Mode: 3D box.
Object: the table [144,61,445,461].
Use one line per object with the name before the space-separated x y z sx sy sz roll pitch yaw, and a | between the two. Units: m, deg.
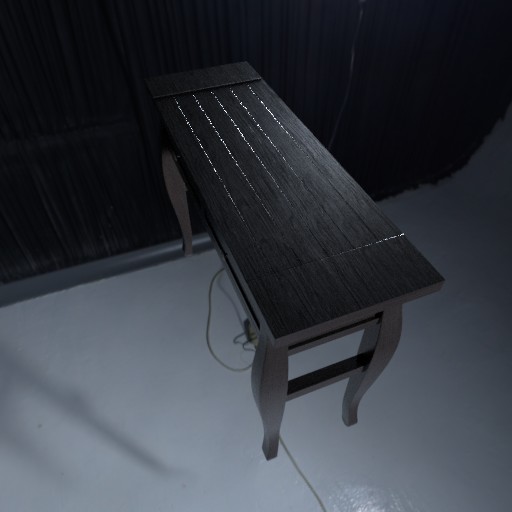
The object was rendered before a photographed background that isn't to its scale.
table | 0.000 0.000 1.420 0.373 0.768 1.062 -16 49 -15
